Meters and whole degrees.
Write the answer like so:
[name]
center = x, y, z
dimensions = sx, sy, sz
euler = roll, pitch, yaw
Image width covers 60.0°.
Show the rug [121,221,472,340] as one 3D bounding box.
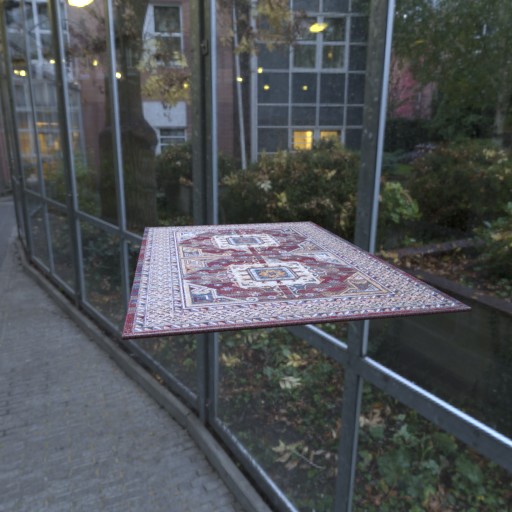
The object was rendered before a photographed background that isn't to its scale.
[rug]
center = 0.000, 0.000, 5.865
dimensions = 3.033, 0.033, 4.578
euler = -3, 15, -11
